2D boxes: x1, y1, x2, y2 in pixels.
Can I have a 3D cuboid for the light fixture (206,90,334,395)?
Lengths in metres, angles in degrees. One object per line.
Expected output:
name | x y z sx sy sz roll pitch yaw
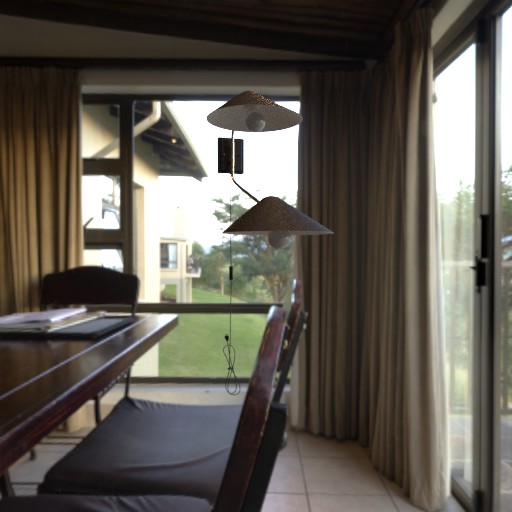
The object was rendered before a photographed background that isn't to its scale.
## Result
light fixture | 0.000 0.000 0.861 0.189 0.665 0.422 0 1 -18
